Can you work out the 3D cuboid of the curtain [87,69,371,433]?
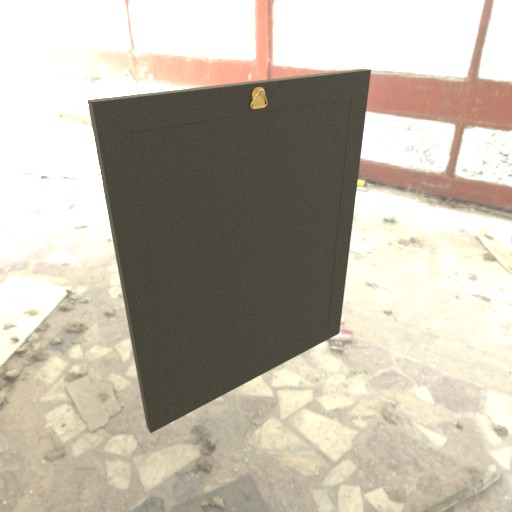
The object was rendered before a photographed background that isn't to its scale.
[{"bbox_3d":[0.000,0.000,0.794,0.483,0.585,0.027,-20,35,-30],"label":"curtain"}]
